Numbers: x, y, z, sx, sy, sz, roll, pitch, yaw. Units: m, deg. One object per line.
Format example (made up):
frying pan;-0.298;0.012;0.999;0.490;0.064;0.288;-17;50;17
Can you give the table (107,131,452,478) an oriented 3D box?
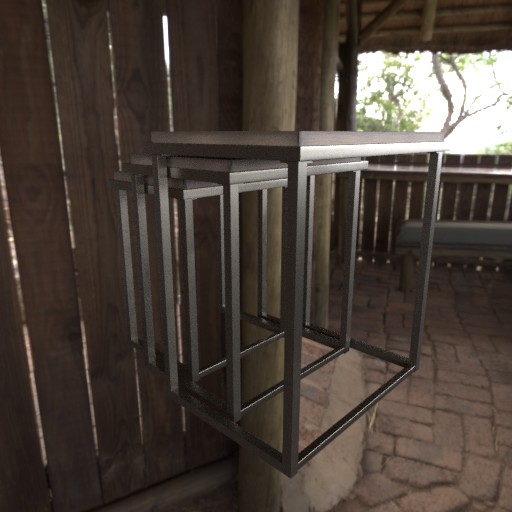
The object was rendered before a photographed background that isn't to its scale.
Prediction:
table;0.000;0.000;1.130;0.706;0.610;0.559;14;21;42
